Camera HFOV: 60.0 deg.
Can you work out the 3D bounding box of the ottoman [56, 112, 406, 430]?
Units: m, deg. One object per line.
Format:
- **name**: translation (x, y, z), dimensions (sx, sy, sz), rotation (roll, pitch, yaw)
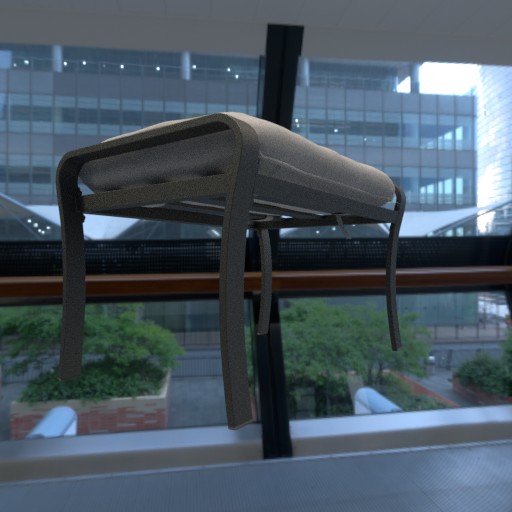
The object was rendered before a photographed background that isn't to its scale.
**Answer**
- **ottoman**: translation (0.000, 0.000, 0.884), dimensions (0.406, 0.422, 0.610), rotation (-1, -1, 36)
